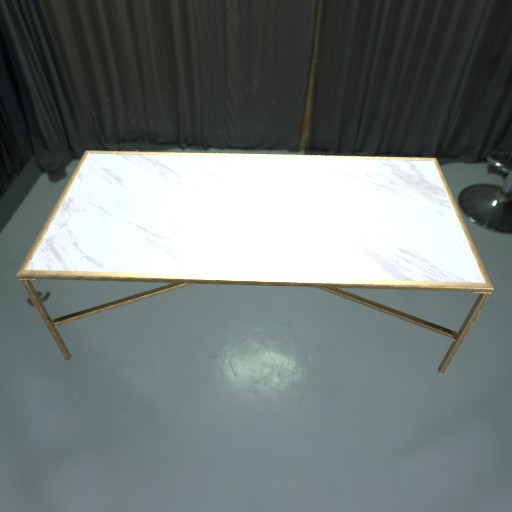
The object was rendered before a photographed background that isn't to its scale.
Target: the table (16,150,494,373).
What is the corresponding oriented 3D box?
[{"bbox_3d":[0.000,0.000,1.452,1.197,0.405,0.577,2,46,2],"label":"table"}]
